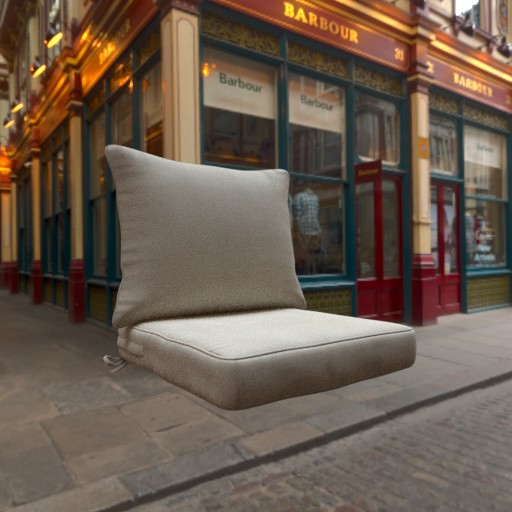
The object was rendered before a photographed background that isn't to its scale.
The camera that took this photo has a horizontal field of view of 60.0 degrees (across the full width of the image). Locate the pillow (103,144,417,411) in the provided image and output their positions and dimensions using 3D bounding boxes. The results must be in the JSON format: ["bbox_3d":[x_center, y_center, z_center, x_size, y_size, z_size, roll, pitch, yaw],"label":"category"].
[{"bbox_3d":[0.000,0.000,1.404,0.798,0.716,0.733,0,0,-37],"label":"pillow"}]
